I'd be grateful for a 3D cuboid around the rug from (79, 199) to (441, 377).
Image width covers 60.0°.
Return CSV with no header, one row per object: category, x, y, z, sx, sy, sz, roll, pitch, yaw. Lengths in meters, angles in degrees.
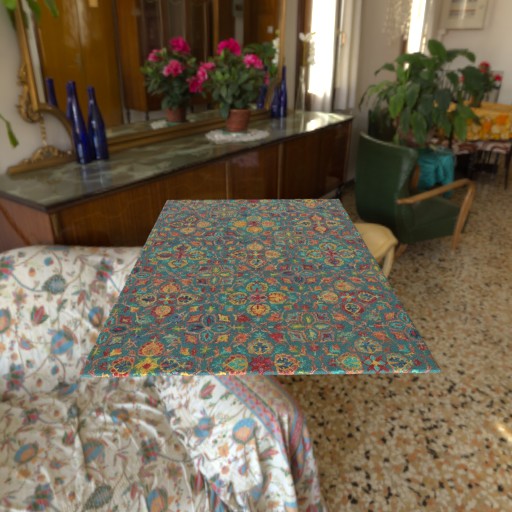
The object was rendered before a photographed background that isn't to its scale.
rug,0.000,0.000,2.307,1.216,0.014,1.836,0,25,-1
